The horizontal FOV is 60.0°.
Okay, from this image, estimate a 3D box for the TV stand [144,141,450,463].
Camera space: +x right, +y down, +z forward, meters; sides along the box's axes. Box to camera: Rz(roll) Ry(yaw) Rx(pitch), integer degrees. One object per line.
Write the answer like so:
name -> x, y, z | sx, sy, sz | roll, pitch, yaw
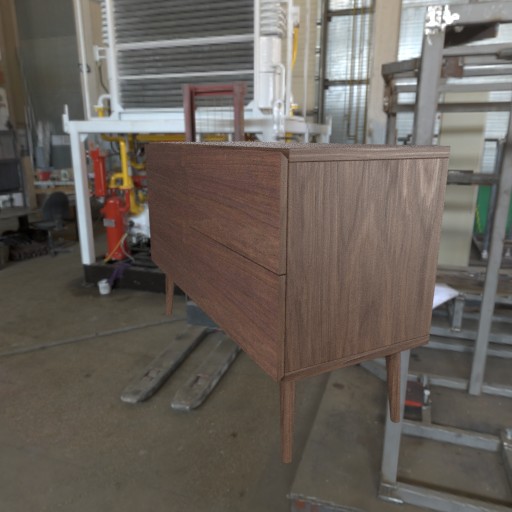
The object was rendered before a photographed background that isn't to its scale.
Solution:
TV stand -> 0.000, 0.000, 1.342 | 0.405, 0.660, 0.990 | -7, 17, -26
